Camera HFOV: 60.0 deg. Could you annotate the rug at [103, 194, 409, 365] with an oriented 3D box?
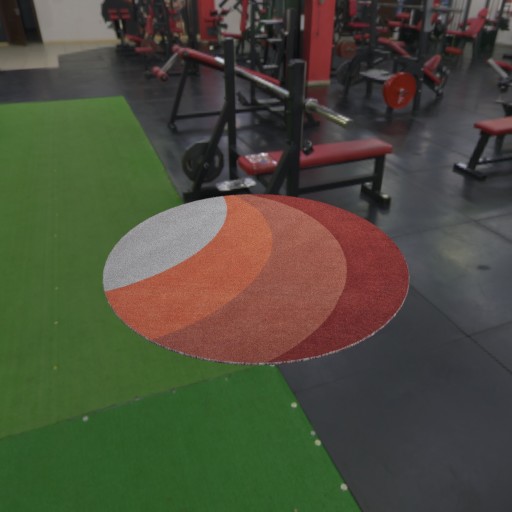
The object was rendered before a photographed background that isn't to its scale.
[{"bbox_3d":[0.000,0.000,2.280,1.514,0.015,1.514,0,32,0],"label":"rug"}]
